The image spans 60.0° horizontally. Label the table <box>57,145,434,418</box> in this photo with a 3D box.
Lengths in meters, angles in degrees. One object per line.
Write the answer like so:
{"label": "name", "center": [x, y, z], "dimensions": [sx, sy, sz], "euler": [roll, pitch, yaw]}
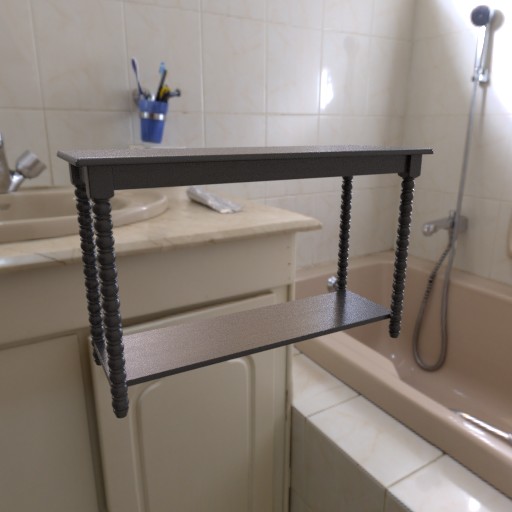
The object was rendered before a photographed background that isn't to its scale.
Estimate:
{"label": "table", "center": [0.000, 0.000, 1.572], "dimensions": [1.184, 0.735, 0.459], "euler": [-8, 18, -27]}
